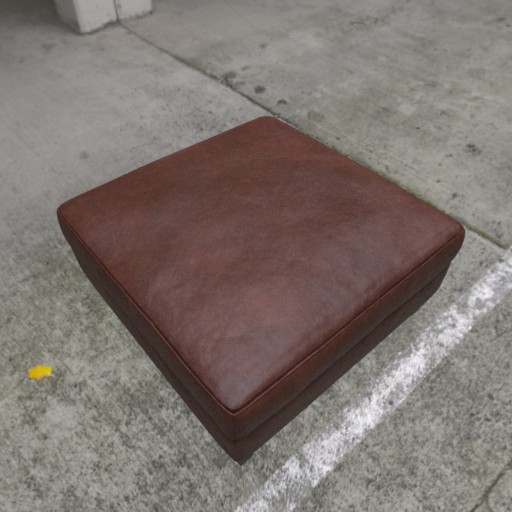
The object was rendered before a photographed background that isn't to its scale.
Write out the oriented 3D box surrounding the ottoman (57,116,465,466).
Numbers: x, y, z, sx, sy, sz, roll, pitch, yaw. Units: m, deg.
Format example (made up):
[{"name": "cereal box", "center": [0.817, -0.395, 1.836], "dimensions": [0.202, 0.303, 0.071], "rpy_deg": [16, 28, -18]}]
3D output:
[{"name": "ottoman", "center": [0.000, 0.000, 1.322], "dimensions": [0.836, 0.415, 0.844], "rpy_deg": [-32, 54, -27]}]
